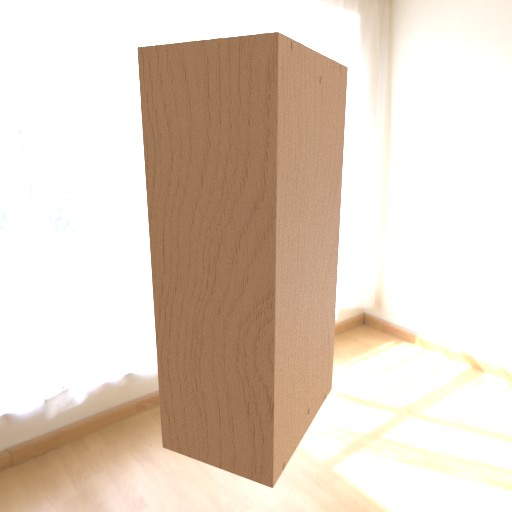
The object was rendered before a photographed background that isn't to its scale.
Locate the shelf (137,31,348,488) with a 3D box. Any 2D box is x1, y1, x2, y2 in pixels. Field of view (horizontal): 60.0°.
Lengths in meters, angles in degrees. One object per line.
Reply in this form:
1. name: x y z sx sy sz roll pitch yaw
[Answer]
1. shelf: 0.000 0.000 0.728 0.200 0.600 0.290 7 17 25
